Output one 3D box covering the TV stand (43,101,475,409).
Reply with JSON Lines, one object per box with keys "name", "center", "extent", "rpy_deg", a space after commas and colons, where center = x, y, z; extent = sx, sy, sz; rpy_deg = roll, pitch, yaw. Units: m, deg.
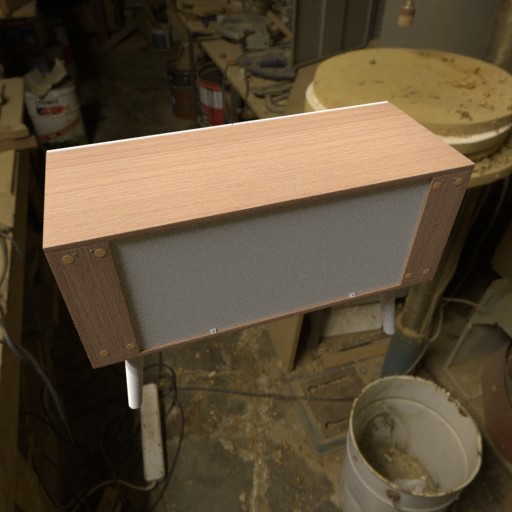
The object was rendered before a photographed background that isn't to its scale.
{"name": "TV stand", "center": [0.000, 0.000, 1.323], "extent": [0.991, 0.660, 0.407], "rpy_deg": [-13, 43, -14]}
